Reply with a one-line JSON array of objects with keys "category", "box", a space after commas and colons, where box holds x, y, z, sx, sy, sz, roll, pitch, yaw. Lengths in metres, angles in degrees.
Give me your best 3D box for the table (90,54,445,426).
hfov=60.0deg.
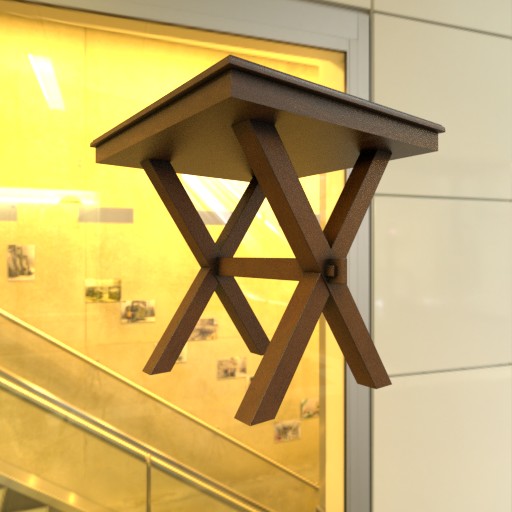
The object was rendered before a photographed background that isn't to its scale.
[{"category": "table", "box": [0.000, 0.000, 1.018, 0.560, 0.562, 0.602, 0, 0, -38]}]
